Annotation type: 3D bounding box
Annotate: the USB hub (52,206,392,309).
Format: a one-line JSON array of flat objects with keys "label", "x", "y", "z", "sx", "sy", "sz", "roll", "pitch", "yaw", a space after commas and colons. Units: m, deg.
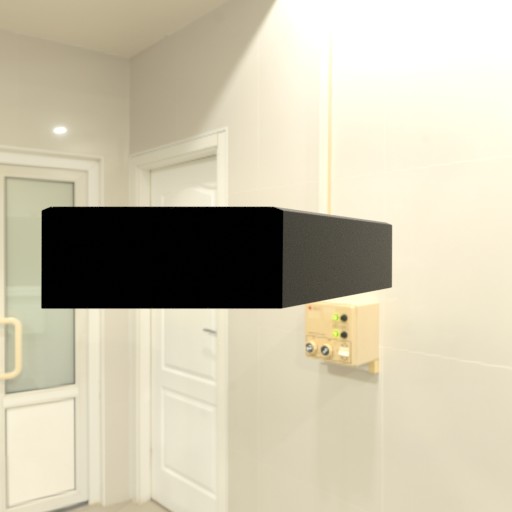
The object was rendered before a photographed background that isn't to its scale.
[{"label": "USB hub", "x": 0.000, "y": 0.000, "z": 0.129, "sx": 0.044, "sy": 0.023, "sz": 0.110, "roll": 1, "pitch": 1, "yaw": 37}]
